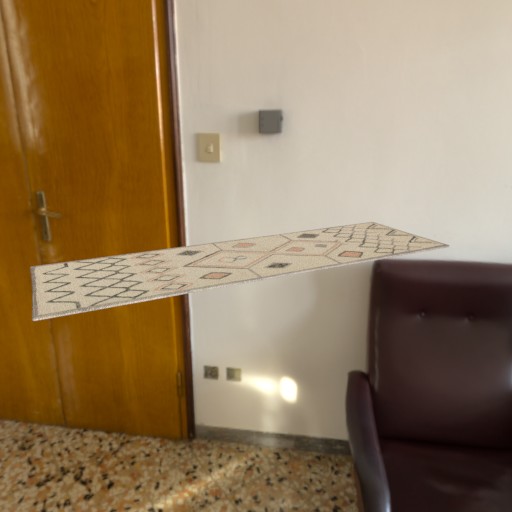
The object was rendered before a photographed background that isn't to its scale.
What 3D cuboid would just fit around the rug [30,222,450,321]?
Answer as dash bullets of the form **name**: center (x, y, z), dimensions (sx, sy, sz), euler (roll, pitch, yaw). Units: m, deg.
- **rug**: center (0.000, 0.000, 2.663), dimensions (2.435, 0.011, 0.750), euler (-9, 20, -25)
